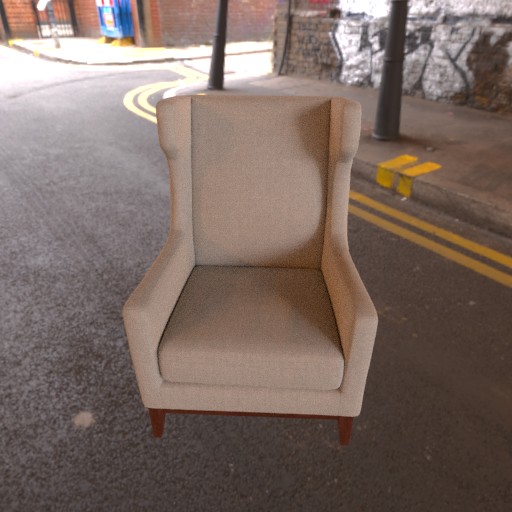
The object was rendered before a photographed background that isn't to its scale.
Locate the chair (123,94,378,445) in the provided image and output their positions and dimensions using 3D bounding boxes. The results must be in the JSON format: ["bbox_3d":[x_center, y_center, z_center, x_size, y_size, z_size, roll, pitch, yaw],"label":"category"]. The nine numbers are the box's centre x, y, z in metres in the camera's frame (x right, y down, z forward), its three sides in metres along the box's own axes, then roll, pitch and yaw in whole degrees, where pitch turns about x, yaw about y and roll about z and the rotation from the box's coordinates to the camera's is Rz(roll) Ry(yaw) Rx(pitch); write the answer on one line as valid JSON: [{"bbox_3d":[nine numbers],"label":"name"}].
[{"bbox_3d":[0.000,0.000,1.681,0.778,1.079,0.899,1,30,2],"label":"chair"}]
